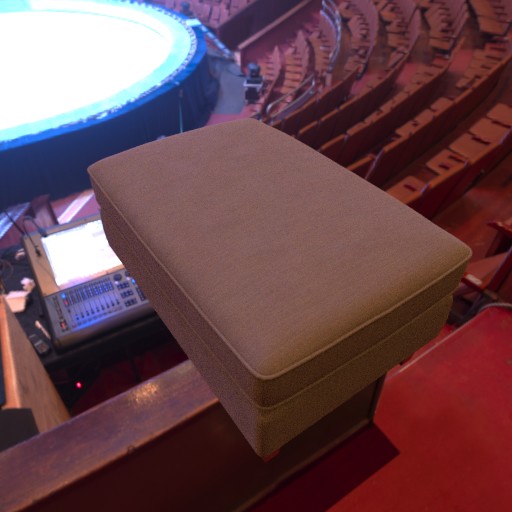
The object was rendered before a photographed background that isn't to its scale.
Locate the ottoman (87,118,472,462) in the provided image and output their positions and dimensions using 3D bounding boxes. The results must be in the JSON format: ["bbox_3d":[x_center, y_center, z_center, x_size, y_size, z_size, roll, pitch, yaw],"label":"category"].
[{"bbox_3d":[0.000,0.000,1.299,0.636,0.480,0.941,-25,46,-26],"label":"ottoman"}]
